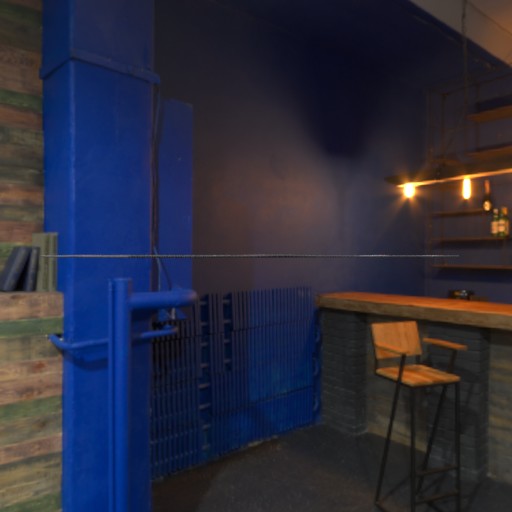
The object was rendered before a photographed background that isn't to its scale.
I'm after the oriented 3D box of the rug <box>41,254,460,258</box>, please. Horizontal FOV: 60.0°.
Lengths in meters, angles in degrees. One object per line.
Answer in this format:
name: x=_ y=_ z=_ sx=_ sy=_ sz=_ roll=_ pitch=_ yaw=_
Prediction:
rug: x=0.000 y=0.000 z=2.299 sx=1.820 sy=0.012 sz=1.207 roll=0 pitch=0 yaw=-37
